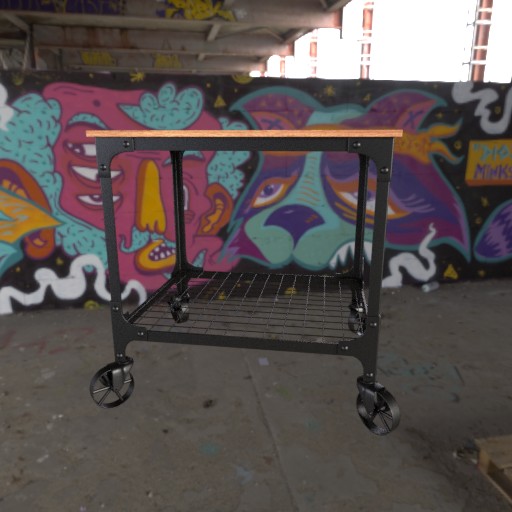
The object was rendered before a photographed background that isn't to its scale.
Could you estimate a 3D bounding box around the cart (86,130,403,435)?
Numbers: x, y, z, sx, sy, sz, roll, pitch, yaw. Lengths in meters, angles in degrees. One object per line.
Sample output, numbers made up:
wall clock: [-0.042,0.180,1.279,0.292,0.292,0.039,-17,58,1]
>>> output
cart: [0.000,0.000,1.117,0.666,0.603,0.558,2,15,9]
